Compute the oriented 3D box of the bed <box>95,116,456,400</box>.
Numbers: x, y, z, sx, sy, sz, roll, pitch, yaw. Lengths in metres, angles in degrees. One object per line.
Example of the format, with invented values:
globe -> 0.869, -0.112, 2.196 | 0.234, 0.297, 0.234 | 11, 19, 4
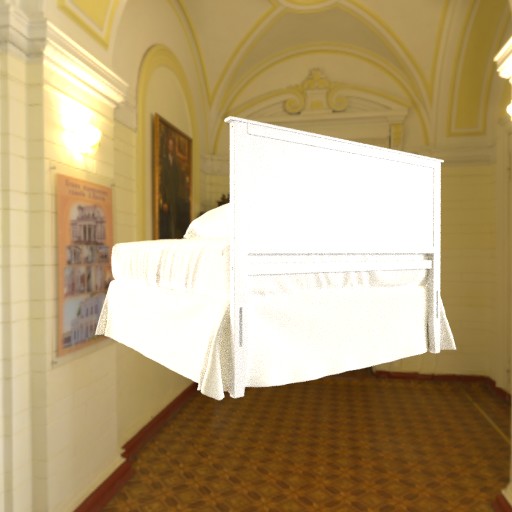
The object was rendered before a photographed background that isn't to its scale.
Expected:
bed -> 0.000, 0.000, 3.255 | 1.876, 1.269, 2.047 | 0, 1, -35
